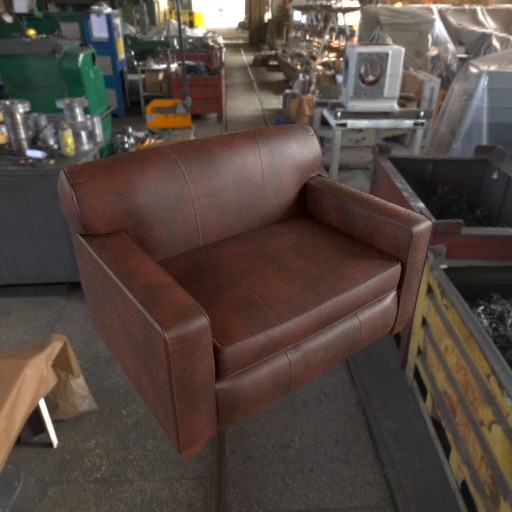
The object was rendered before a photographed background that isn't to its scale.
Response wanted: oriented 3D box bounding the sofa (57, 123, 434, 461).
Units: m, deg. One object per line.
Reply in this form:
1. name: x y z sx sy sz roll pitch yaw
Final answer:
1. sofa: 0.000 0.000 2.079 1.413 0.956 1.000 -20 35 -31
